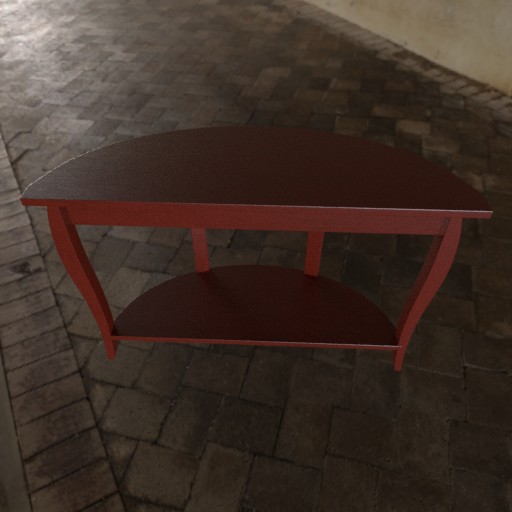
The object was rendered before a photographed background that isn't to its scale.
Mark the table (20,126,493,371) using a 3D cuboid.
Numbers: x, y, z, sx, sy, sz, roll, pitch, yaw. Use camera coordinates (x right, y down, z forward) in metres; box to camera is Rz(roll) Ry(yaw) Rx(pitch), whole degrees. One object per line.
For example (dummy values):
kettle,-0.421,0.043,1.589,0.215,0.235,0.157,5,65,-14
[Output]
table,0.000,0.000,1.556,1.219,0.779,0.405,2,45,2
